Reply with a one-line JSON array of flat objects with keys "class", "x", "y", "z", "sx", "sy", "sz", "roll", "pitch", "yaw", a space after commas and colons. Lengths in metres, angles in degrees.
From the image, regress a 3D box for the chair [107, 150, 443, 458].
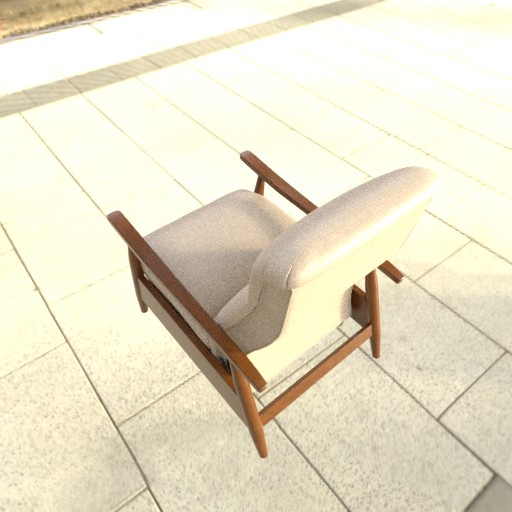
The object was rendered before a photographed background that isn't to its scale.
[{"class": "chair", "x": 0.000, "y": 0.000, "z": 1.788, "sx": 0.762, "sy": 1.082, "sz": 1.030, "roll": -31, "pitch": 54, "yaw": -26}]
